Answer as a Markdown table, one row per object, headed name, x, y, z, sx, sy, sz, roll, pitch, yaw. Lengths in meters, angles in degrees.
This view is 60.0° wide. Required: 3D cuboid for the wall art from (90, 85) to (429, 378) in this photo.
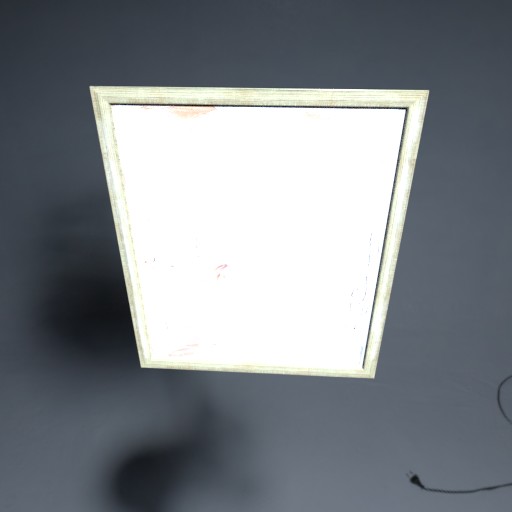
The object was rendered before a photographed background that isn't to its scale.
| name | x | y | z | sx | sy | sz | roll | pitch | yaw |
| --- | --- | --- | --- | --- | --- | --- | --- | --- | --- |
| wall art | 0.000 | 0.000 | 0.775 | 0.483 | 0.559 | 0.009 | 2 | 31 | 3 |
